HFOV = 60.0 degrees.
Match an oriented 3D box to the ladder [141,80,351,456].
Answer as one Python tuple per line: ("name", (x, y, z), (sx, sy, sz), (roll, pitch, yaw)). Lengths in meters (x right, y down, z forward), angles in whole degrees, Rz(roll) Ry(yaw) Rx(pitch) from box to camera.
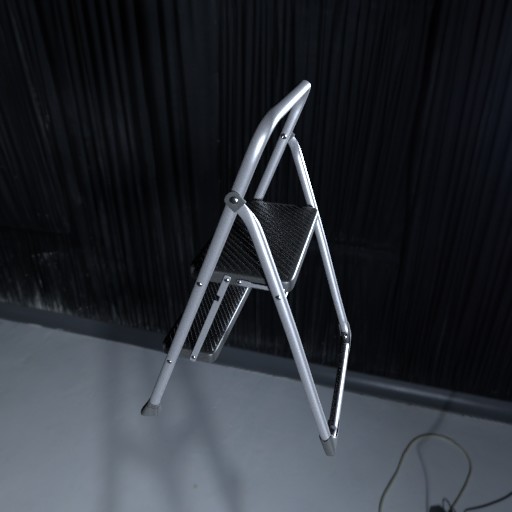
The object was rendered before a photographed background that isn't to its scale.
("ladder", (0.000, 0.000, 1.013), (0.472, 0.720, 0.430), (8, 31, 13))
